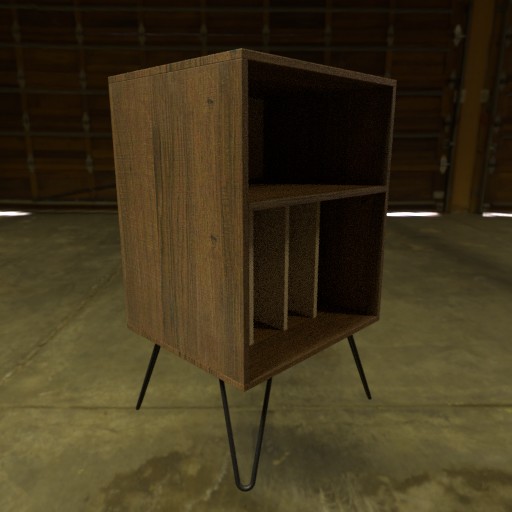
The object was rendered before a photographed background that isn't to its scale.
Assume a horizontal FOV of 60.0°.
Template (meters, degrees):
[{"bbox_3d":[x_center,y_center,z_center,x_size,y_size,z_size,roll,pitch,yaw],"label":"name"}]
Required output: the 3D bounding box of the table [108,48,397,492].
[{"bbox_3d":[0.000,0.000,1.156,0.457,0.866,0.526,14,19,43],"label":"table"}]
